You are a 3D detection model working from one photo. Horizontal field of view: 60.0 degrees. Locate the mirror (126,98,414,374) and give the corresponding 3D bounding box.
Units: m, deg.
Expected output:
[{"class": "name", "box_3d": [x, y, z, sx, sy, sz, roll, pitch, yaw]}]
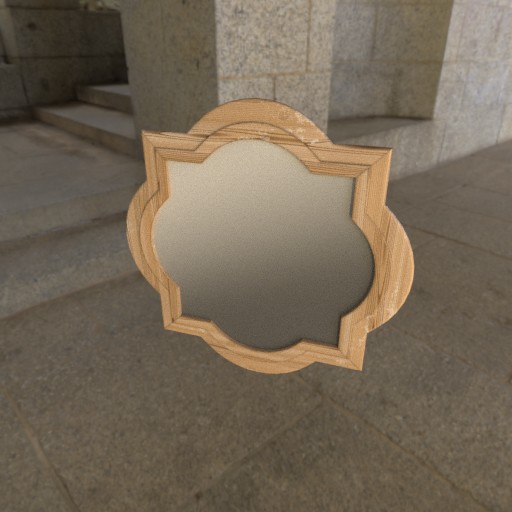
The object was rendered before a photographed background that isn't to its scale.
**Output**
[{"class": "mirror", "box_3d": [0.000, 0.000, 1.042, 0.686, 0.686, 0.019, 9, 28, 16]}]
